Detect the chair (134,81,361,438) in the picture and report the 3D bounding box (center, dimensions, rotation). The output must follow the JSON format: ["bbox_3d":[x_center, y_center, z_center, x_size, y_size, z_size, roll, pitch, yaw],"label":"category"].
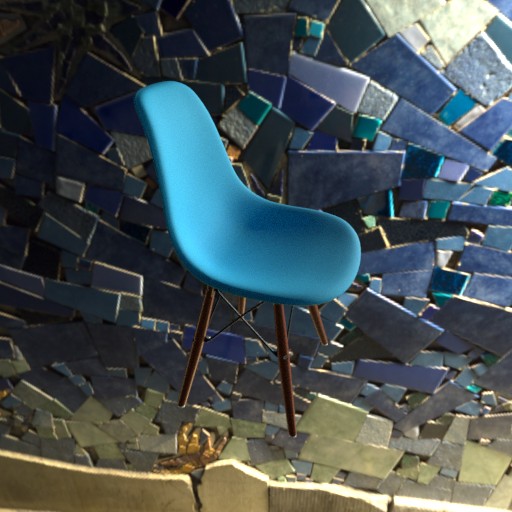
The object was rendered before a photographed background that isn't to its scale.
[{"bbox_3d":[0.000,0.000,1.172,0.533,0.826,0.470,11,32,17],"label":"chair"}]
